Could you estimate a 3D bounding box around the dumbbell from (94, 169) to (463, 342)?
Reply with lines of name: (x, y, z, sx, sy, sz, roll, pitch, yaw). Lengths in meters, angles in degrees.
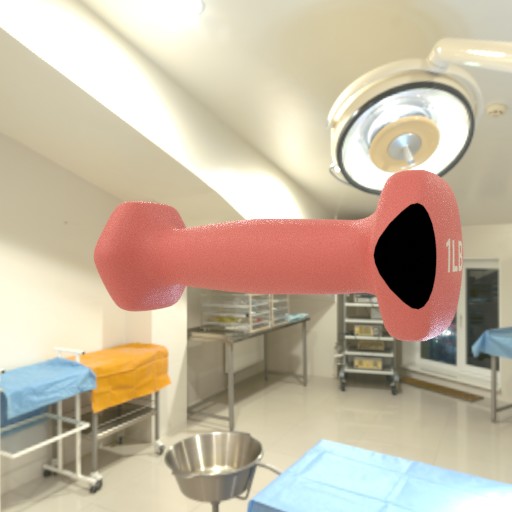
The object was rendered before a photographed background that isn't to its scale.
dumbbell: (0.000, 0.000, 0.147, 0.123, 0.043, 0.047, 0, 0, 35)
